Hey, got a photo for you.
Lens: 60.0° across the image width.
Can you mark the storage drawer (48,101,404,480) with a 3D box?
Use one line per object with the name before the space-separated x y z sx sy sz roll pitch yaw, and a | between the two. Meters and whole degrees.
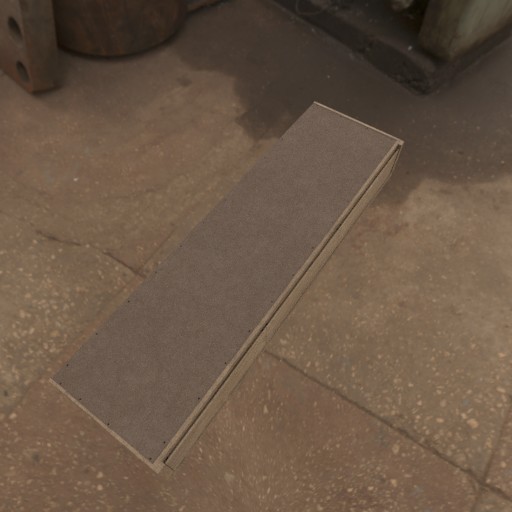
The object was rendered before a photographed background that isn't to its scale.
storage drawer | 0.000 0.000 2.260 0.591 0.274 2.072 31 63 18
